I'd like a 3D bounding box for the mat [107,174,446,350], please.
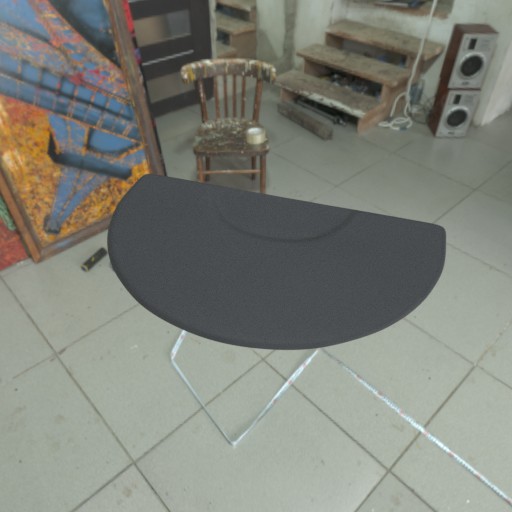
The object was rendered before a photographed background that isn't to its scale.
[{"bbox_3d":[0.000,0.000,1.859,1.525,0.016,0.917,12,43,13],"label":"mat"}]
